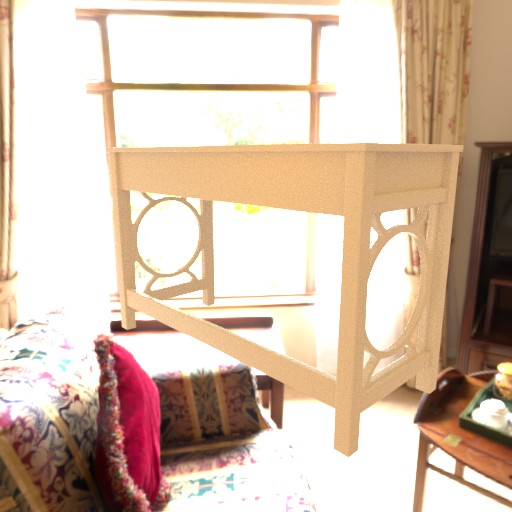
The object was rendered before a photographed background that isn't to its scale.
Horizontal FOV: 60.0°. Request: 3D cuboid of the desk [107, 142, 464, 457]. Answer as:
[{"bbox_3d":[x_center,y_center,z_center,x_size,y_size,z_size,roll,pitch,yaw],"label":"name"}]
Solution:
[{"bbox_3d":[0.000,0.000,1.592,0.504,0.762,1.191,-12,18,-42],"label":"desk"}]
